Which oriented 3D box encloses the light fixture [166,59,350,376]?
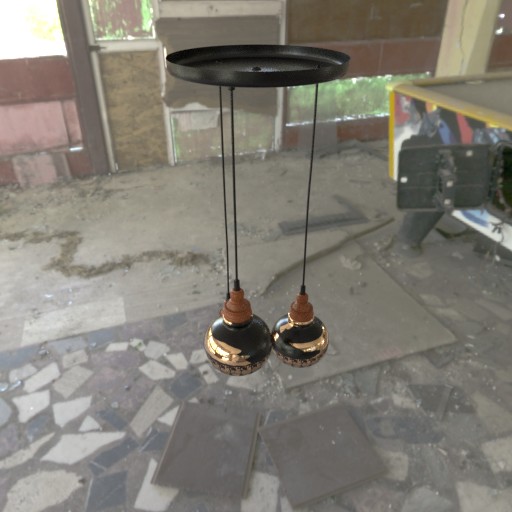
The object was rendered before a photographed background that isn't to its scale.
[{"bbox_3d":[0.000,0.000,1.705,0.608,1.410,0.605,9,33,14],"label":"light fixture"}]
